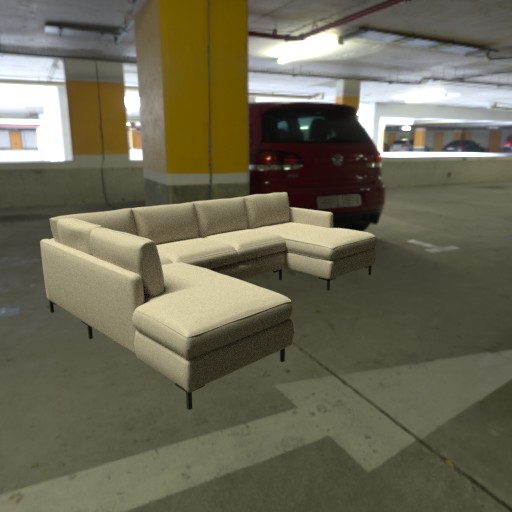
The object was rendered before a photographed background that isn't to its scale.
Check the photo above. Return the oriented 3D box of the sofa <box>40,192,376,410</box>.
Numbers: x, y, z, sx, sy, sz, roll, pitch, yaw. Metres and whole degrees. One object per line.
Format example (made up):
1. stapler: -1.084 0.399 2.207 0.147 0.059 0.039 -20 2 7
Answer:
1. sofa: 0.000 0.000 3.593 2.737 0.756 1.879 -13 19 -43
